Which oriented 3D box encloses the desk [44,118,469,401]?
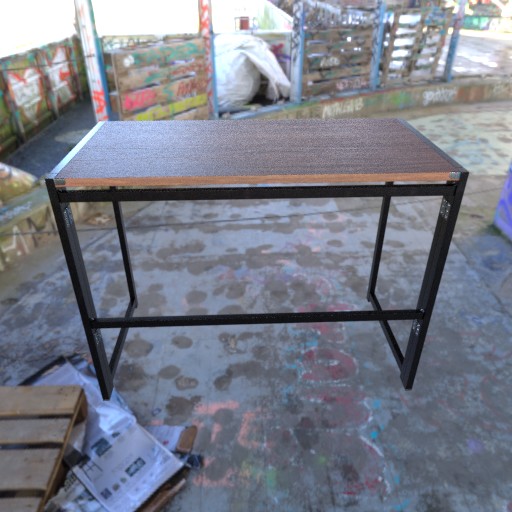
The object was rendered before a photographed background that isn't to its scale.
[{"bbox_3d":[0.000,0.000,1.467,1.016,0.762,0.508,-1,32,-2],"label":"desk"}]
